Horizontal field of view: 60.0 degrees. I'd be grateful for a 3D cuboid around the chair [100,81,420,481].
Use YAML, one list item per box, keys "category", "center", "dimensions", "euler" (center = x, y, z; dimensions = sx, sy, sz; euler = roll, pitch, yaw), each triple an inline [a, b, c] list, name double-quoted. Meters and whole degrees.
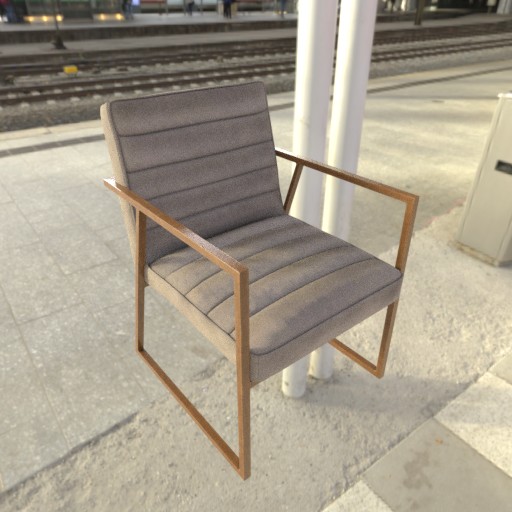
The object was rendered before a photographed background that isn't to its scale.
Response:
- category: "chair"
  center: [0.000, 0.000, 1.282]
  dimensions: [0.578, 0.843, 0.682]
  euler: [-22, 37, -33]
